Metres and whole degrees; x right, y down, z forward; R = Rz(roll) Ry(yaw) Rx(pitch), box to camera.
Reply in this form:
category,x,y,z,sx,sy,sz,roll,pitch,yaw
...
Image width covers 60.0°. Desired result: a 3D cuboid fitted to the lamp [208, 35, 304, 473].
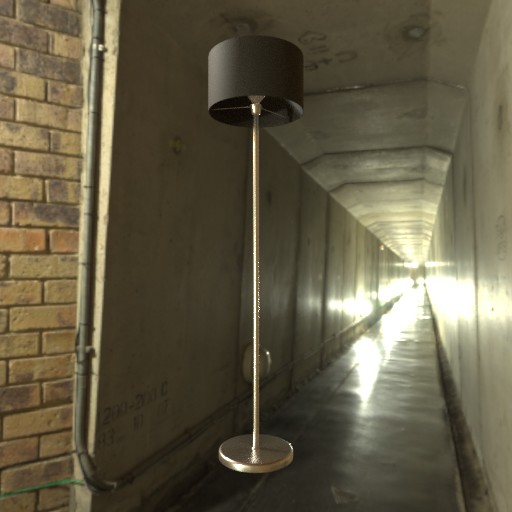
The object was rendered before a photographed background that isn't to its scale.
category,x,y,z,sx,sy,sz,roll,pitch,yaw
lamp,0.000,0.000,1.616,0.348,1.443,0.348,0,-1,-17
